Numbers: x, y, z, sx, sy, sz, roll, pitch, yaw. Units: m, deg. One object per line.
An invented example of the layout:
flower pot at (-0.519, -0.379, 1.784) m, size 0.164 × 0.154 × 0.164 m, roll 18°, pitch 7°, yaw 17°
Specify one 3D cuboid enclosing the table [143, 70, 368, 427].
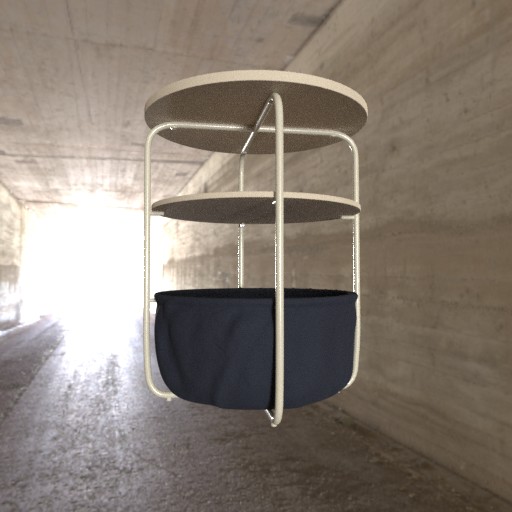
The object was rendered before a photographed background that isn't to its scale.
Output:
table at (0.000, 0.000, 0.849) m, size 0.418 × 0.532 × 0.418 m, roll -1°, pitch -2°, yaw 35°
